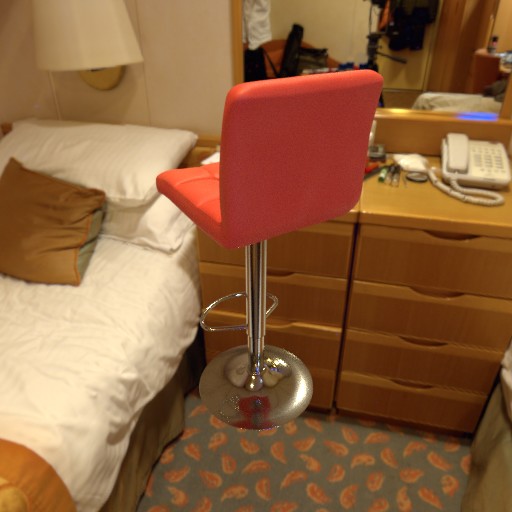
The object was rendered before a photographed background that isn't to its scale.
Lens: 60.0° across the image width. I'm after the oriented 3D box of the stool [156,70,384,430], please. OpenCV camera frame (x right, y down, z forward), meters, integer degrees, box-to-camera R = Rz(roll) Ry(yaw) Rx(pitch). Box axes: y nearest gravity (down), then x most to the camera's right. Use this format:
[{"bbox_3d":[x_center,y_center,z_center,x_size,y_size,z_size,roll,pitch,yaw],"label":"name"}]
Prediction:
[{"bbox_3d":[0.000,0.000,1.388,0.430,1.115,0.505,-18,35,-28],"label":"stool"}]
